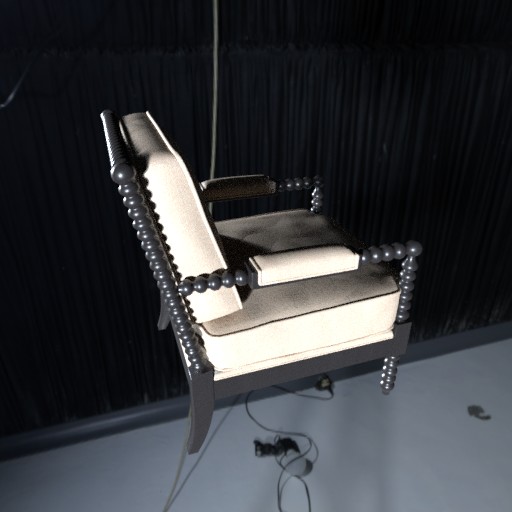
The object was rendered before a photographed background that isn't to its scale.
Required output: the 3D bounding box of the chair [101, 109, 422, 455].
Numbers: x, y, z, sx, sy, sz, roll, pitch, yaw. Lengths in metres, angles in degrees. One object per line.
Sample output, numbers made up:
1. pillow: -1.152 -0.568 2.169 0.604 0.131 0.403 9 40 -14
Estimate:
1. chair: 0.000 0.000 1.163 0.657 0.703 0.555 -9 30 -17
